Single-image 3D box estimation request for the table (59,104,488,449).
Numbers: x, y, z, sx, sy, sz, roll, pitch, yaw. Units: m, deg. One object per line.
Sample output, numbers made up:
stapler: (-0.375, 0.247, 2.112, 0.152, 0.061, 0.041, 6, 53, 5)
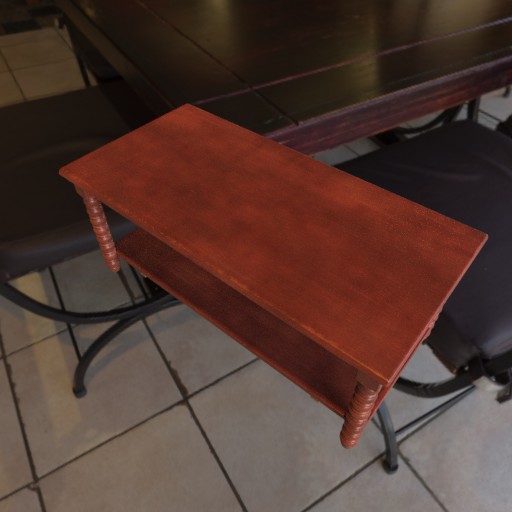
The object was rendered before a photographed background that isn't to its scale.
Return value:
table: (0.000, 0.000, 1.479, 1.171, 0.485, 0.580, 31, 53, 26)
